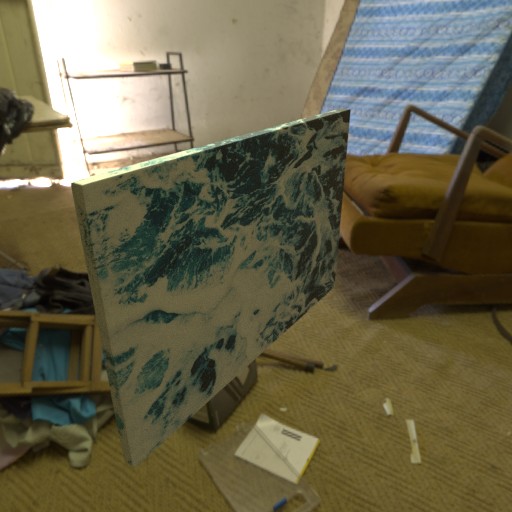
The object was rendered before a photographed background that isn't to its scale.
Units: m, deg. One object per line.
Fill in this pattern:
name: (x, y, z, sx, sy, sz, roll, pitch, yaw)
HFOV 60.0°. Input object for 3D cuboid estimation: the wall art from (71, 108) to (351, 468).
wall art: (0.000, 0.000, 1.871, 0.055, 1.017, 1.524, 18, 32, 32)
